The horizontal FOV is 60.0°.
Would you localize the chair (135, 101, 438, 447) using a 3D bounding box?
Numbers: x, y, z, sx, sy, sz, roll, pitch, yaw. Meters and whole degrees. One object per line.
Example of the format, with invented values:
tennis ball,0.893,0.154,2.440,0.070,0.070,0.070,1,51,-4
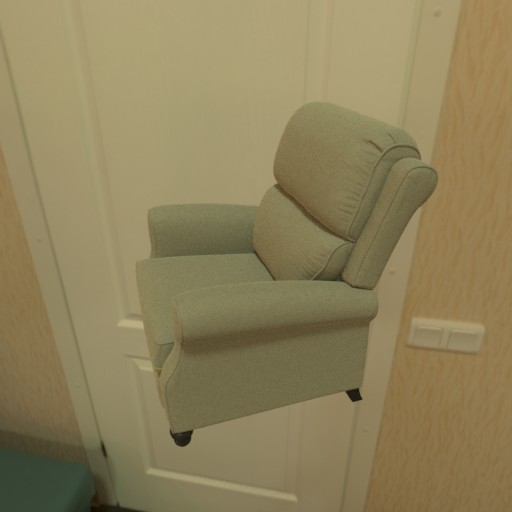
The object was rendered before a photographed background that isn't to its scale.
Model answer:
chair,0.000,0.000,1.734,0.919,1.046,0.859,-9,30,-16
